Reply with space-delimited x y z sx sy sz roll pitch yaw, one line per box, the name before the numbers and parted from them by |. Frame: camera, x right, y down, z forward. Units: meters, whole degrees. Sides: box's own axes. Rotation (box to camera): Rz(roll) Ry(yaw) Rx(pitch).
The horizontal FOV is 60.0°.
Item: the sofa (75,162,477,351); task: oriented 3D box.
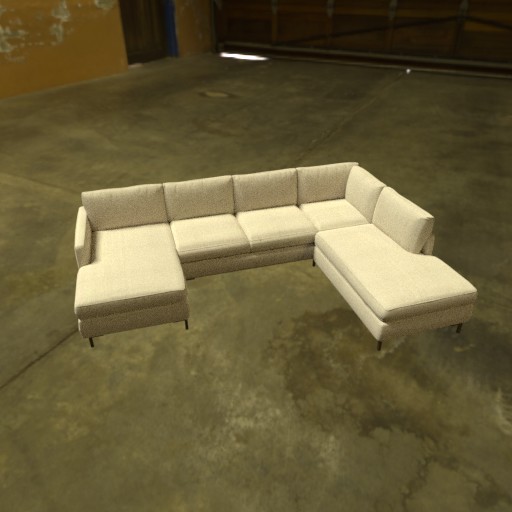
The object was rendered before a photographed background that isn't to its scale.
sofa | 0.000 0.000 3.534 2.737 0.756 1.879 -9 33 -14
